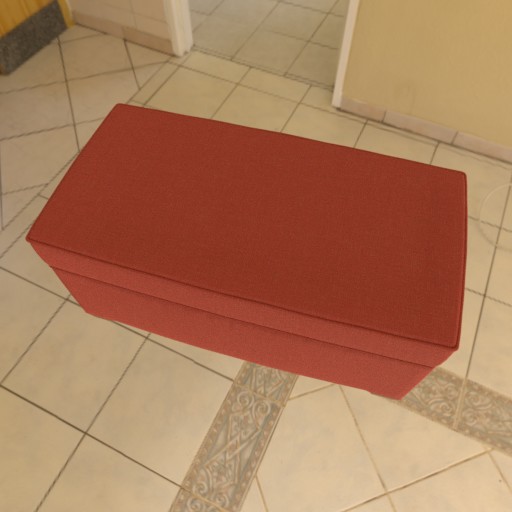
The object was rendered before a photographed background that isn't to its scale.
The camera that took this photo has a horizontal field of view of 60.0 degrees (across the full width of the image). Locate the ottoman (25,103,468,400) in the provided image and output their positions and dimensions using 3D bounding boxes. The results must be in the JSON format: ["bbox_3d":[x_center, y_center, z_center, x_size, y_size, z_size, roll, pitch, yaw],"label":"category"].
[{"bbox_3d":[0.000,0.000,1.202,0.948,0.454,0.497,14,59,8],"label":"ottoman"}]
